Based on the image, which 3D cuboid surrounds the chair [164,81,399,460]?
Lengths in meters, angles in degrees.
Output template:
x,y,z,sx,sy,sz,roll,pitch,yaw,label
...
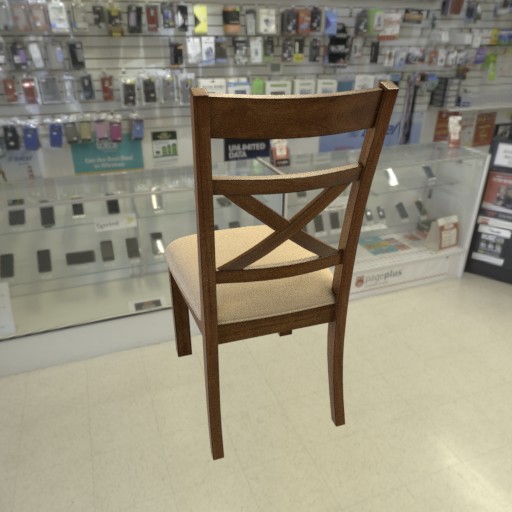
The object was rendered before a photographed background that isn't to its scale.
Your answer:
x,y,z,sx,sy,sz,roll,pitch,yaw,label
0.000,0.000,1.250,0.461,0.949,0.581,-8,27,-16,chair
